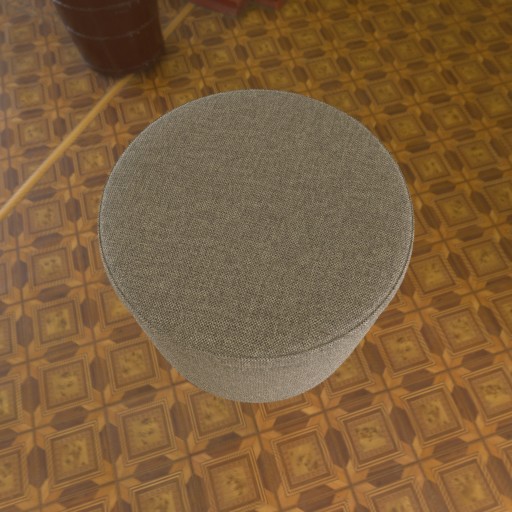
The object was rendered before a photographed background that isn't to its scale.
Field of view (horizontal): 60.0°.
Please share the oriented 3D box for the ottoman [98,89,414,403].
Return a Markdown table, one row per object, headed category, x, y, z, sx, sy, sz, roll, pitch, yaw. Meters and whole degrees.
| category | x | y | z | sx | sy | sz | roll | pitch | yaw |
| --- | --- | --- | --- | --- | --- | --- | --- | --- | --- |
| ottoman | 0.000 | 0.000 | 0.893 | 0.520 | 0.430 | 0.520 | 0 | 64 | 0 |
